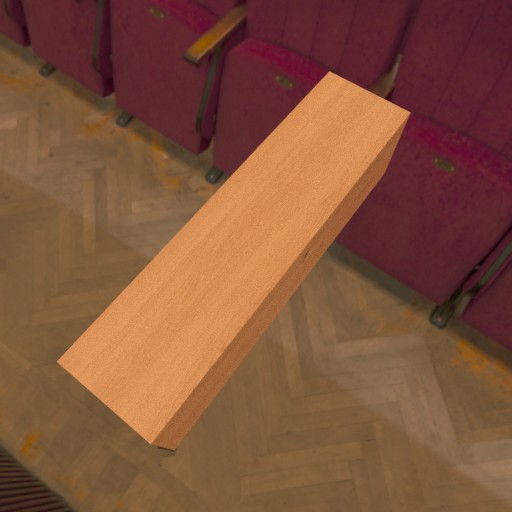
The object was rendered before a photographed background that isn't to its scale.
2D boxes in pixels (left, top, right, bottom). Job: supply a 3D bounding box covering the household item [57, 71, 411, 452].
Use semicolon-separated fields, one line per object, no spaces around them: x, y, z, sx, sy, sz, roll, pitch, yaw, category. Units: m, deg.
0.000;0.000;1.809;0.400;0.600;1.550;34;69;15;household item
